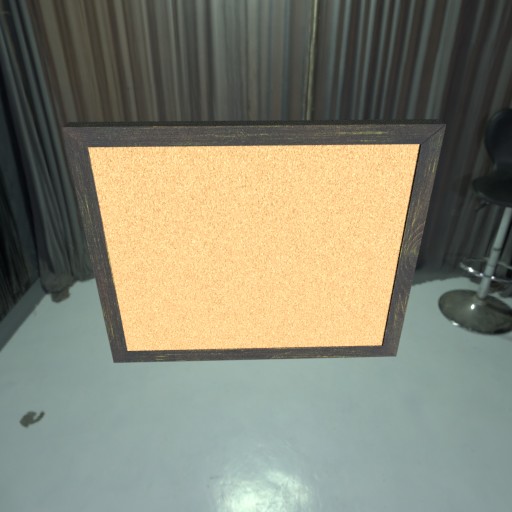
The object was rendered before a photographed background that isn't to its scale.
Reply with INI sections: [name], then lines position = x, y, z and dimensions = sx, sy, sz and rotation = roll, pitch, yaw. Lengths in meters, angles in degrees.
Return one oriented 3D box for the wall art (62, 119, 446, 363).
[wall art]
position = 0.000, 0.000, 0.773
dimensions = 0.558, 0.457, 0.032
rotation = -1, 30, -2
